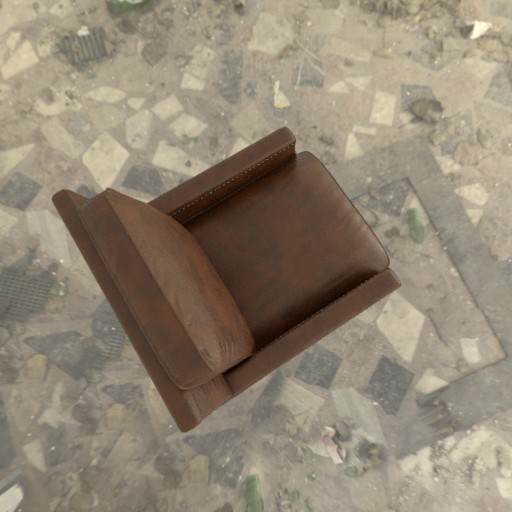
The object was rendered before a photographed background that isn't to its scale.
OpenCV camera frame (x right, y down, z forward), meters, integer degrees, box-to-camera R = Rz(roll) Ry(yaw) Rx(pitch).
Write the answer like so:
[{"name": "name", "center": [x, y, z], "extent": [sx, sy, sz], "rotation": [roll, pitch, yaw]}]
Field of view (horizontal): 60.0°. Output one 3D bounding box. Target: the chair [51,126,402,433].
[{"name": "chair", "center": [0.000, 0.000, 1.830], "extent": [1.035, 1.054, 0.854], "rotation": [-32, 78, -8]}]
